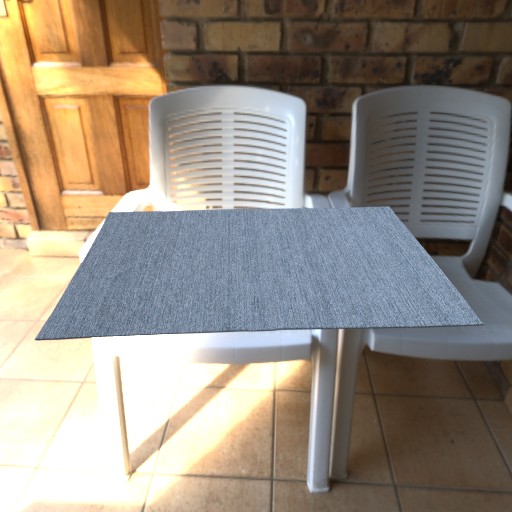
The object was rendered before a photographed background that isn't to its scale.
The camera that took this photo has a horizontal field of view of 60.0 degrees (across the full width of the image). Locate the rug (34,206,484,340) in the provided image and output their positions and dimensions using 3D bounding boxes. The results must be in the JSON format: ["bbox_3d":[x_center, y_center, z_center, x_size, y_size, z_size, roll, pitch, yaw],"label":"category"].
[{"bbox_3d":[0.000,0.000,2.982,2.338,0.030,1.616,-1,29,-2],"label":"rug"}]
